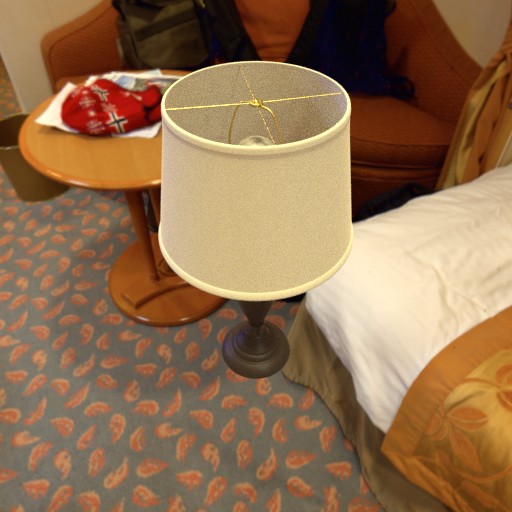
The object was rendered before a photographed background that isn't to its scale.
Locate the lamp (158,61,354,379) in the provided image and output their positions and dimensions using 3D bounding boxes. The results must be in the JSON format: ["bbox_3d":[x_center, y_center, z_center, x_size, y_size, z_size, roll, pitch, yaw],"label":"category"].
[{"bbox_3d":[0.000,0.000,0.822,0.335,0.611,0.335,0,45,0],"label":"lamp"}]
